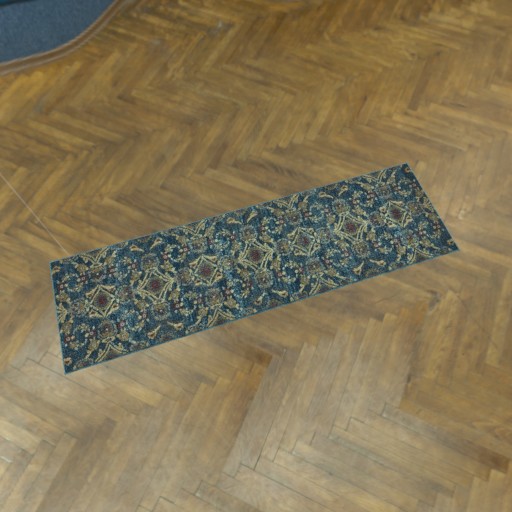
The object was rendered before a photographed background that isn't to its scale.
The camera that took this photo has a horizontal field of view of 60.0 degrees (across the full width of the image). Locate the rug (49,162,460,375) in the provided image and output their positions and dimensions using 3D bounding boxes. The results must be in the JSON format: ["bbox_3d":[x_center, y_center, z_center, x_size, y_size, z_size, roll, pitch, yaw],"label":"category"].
[{"bbox_3d":[0.000,0.000,2.576,2.292,0.014,0.685,-16,65,-8],"label":"rug"}]
